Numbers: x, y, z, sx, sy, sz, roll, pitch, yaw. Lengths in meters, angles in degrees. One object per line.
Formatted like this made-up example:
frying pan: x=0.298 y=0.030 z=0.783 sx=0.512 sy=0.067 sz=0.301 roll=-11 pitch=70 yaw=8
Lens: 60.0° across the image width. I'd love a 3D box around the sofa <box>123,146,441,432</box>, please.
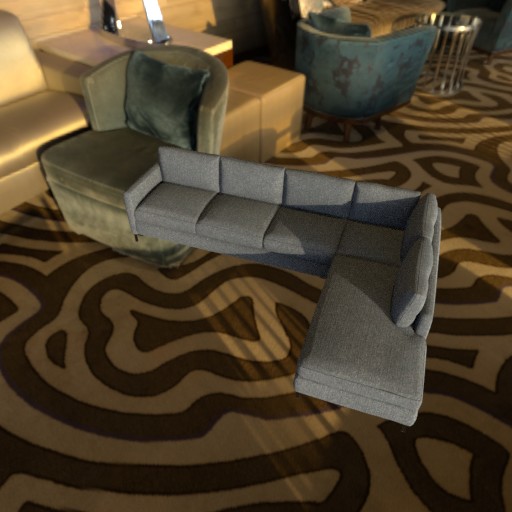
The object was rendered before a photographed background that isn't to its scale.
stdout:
sofa: x=0.000 y=0.000 z=3.849 sx=2.949 sy=0.815 sz=2.007 roll=13 pitch=42 yaw=15
